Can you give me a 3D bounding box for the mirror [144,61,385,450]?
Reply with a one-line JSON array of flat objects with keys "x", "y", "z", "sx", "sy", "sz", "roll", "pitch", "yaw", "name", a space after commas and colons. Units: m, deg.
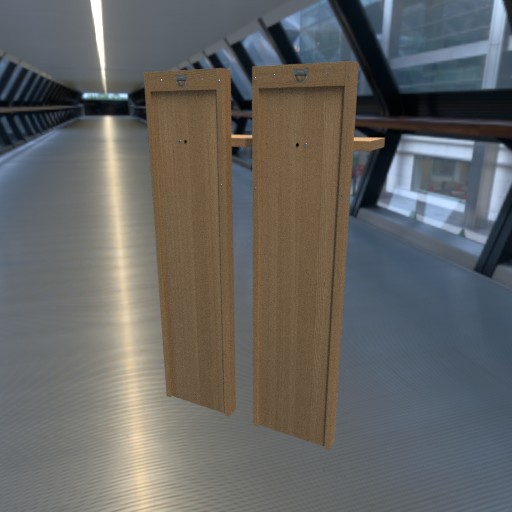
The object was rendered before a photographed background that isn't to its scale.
[{"x": 0.000, "y": 0.000, "z": 1.617, "sx": 0.800, "sy": 1.250, "sz": 0.260, "roll": 9, "pitch": 19, "yaw": 25, "name": "mirror"}]
